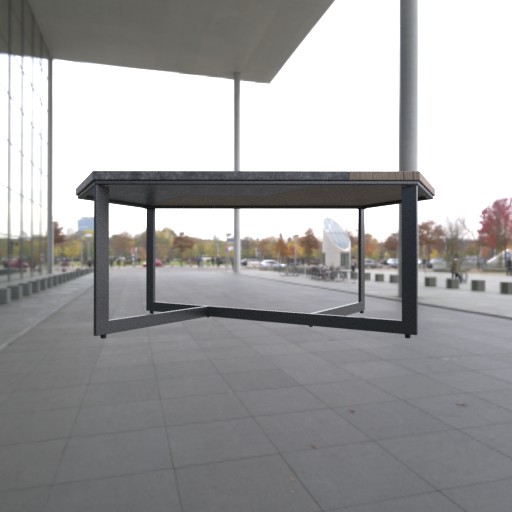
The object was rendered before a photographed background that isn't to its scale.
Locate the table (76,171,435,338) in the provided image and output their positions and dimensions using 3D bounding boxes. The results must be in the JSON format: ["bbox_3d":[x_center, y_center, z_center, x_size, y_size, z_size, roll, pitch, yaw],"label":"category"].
[{"bbox_3d":[0.000,0.000,1.502,1.219,0.457,0.609,0,0,0],"label":"table"}]
